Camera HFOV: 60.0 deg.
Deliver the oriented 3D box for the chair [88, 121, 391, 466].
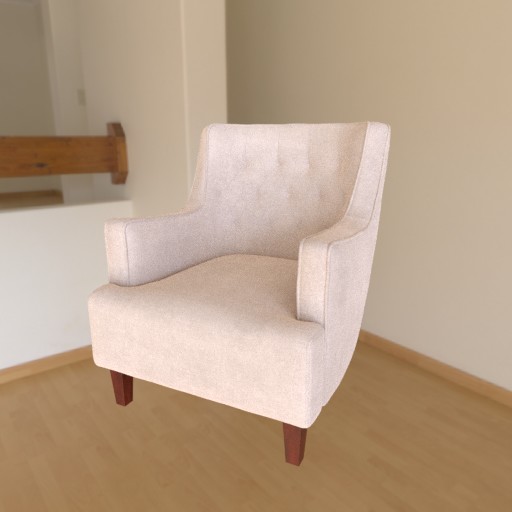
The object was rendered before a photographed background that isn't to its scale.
[{"bbox_3d":[0.000,0.000,1.569,0.781,0.920,0.910,7,17,26],"label":"chair"}]
